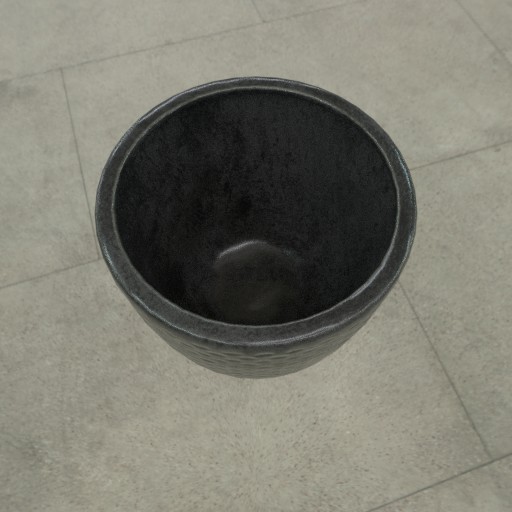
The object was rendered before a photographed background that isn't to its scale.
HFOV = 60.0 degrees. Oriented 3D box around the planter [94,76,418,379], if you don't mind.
[{"bbox_3d":[0.000,0.000,0.306,0.172,0.160,0.172,0,64,0],"label":"planter"}]
